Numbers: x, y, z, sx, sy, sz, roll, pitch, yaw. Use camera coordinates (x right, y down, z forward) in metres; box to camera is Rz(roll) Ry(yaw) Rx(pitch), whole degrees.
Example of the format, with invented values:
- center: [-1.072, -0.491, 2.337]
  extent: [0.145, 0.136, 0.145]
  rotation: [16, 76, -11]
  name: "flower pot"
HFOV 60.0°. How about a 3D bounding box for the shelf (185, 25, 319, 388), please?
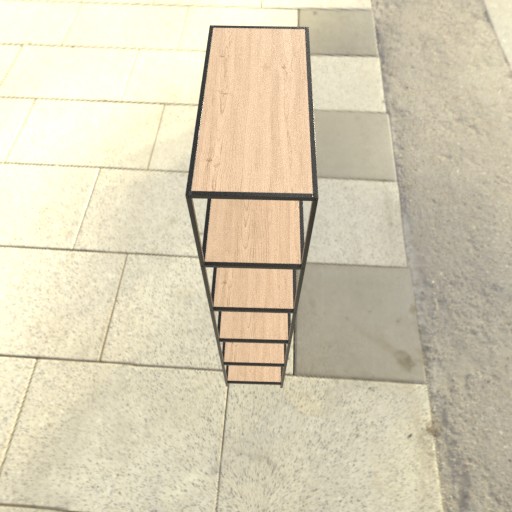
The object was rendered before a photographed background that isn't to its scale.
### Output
- center: [0.000, 0.000, 2.151]
  extent: [0.350, 1.850, 0.770]
  rotation: [1, 58, 1]
  name: "shelf"
